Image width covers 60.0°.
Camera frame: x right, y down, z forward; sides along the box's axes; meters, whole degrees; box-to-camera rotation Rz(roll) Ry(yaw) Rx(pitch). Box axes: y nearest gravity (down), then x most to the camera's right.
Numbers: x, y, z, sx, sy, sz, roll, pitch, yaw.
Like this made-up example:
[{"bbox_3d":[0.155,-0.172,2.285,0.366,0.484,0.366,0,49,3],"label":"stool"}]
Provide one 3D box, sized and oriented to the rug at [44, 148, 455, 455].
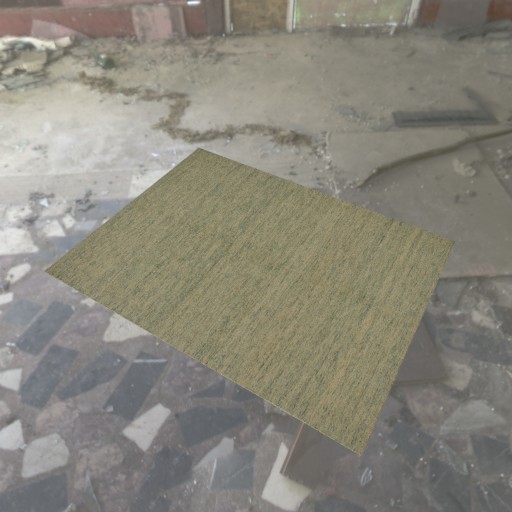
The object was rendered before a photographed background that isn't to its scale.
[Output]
[{"bbox_3d":[0.000,0.000,4.323,3.201,0.014,2.437,24,51,21],"label":"rug"}]
